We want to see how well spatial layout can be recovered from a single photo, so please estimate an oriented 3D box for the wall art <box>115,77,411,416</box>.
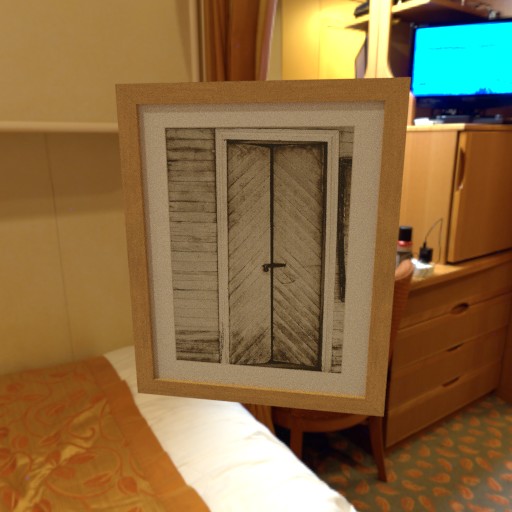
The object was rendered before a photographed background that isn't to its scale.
[{"bbox_3d":[0.000,0.000,0.759,0.460,0.561,0.020,2,14,9],"label":"wall art"}]
